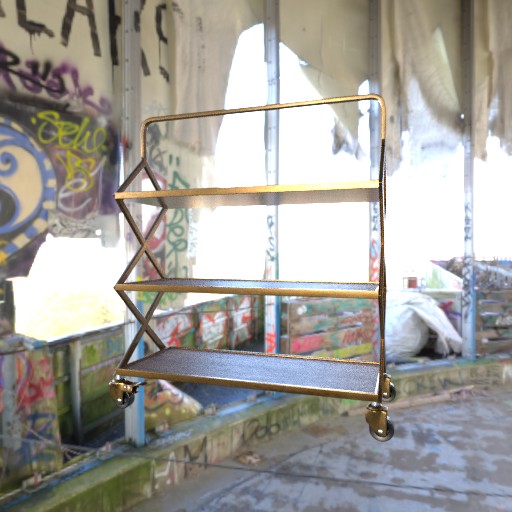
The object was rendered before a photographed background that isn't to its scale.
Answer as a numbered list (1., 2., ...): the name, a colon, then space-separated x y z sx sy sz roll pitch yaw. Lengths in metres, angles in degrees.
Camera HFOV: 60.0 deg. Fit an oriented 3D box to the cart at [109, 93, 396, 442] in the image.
1. cart: 0.000 0.000 1.201 0.723 0.805 0.313 0 1 18
